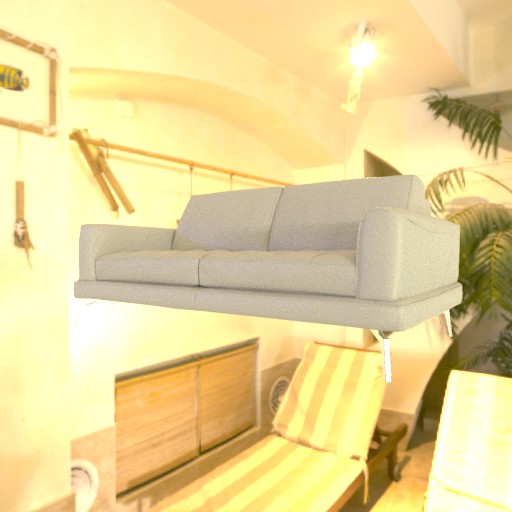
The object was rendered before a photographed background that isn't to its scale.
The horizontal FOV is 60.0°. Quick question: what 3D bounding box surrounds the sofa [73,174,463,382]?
[{"bbox_3d":[0.000,0.000,2.684,2.177,0.930,1.121,1,1,35],"label":"sofa"}]
